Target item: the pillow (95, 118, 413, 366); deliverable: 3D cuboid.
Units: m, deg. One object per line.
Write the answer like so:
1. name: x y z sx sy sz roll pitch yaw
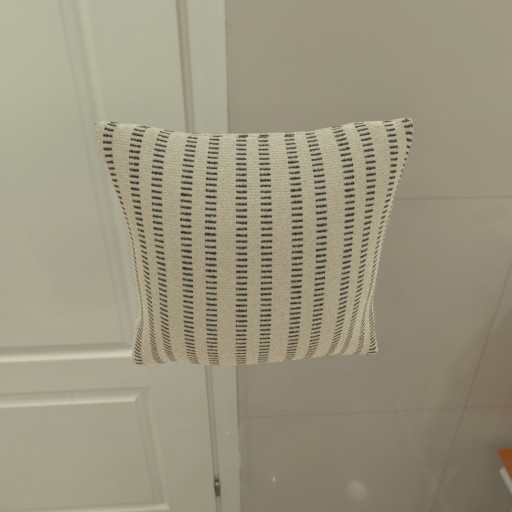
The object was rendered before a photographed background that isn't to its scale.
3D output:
1. pillow: 0.000 0.000 0.696 0.438 0.419 0.247 -2 29 -3
